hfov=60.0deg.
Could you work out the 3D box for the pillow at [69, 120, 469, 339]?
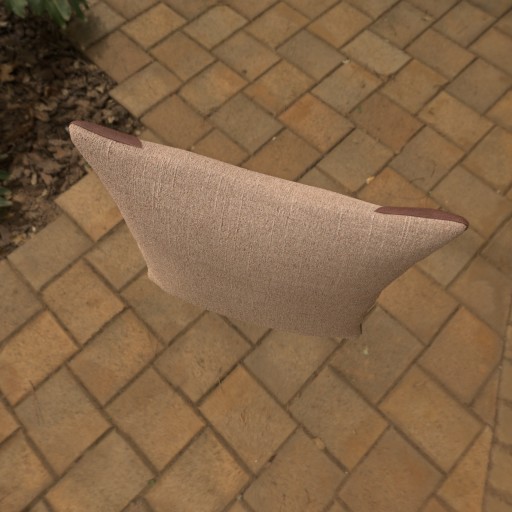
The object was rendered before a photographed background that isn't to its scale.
[{"bbox_3d":[0.000,0.000,0.659,0.437,0.448,0.147,14,66,7],"label":"pillow"}]
